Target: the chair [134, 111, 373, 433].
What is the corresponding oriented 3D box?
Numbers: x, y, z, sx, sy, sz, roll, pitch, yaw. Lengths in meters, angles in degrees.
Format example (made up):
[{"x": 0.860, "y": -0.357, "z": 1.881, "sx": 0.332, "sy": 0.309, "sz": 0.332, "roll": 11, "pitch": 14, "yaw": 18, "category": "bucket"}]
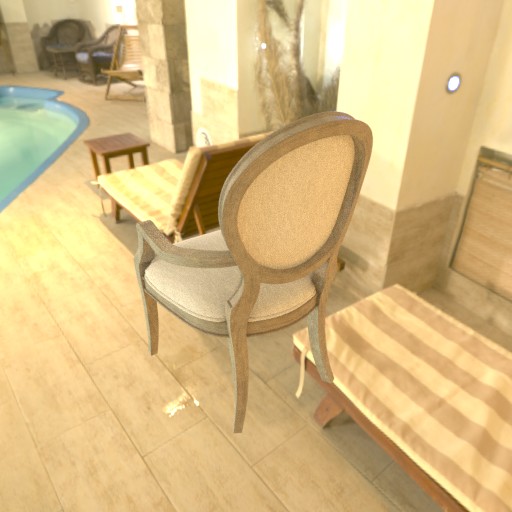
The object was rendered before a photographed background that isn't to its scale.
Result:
[{"x": 0.000, "y": 0.000, "z": 1.395, "sx": 0.611, "sy": 0.991, "sz": 0.602, "roll": -19, "pitch": 36, "yaw": -28, "category": "chair"}]
